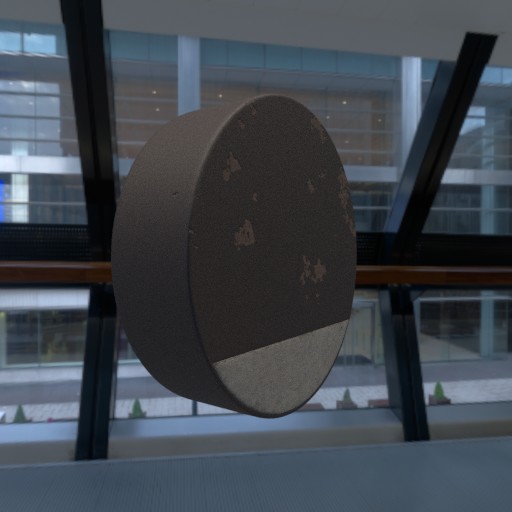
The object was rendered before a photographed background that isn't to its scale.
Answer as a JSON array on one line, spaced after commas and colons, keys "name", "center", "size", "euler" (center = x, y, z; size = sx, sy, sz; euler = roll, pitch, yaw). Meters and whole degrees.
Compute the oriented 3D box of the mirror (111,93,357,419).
[{"name": "mirror", "center": [0.000, 0.000, 0.582], "size": [0.126, 0.386, 0.386], "euler": [1, 1, 35]}]
